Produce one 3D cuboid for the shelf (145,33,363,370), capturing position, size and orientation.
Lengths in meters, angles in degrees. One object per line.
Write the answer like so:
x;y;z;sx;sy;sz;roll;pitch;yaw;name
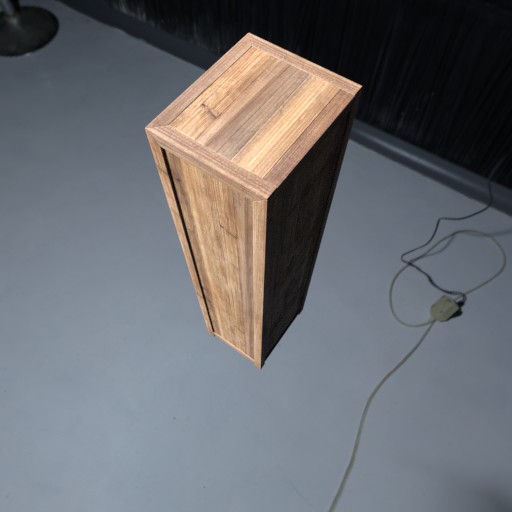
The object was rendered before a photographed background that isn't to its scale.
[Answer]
0.000;0.000;2.127;0.428;1.900;0.500;32;67;15;shelf
